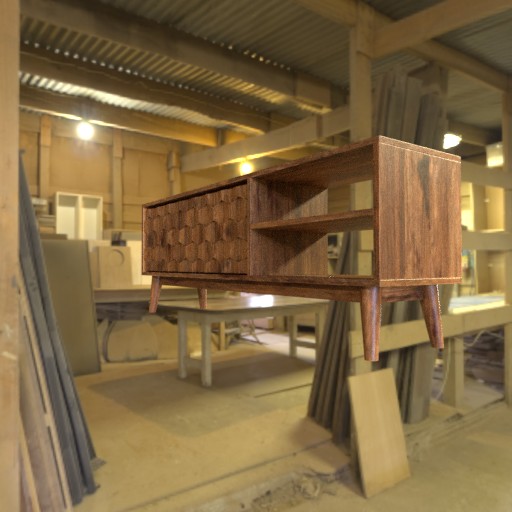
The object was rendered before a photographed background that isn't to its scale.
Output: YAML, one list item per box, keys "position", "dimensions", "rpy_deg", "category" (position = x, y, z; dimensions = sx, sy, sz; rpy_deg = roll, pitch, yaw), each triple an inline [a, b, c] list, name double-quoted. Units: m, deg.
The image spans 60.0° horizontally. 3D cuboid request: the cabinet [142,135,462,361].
- position: [0.000, 0.000, 1.703]
  dimensions: [0.349, 0.528, 1.448]
  rpy_deg: [1, -1, -36]
  category: "cabinet"
